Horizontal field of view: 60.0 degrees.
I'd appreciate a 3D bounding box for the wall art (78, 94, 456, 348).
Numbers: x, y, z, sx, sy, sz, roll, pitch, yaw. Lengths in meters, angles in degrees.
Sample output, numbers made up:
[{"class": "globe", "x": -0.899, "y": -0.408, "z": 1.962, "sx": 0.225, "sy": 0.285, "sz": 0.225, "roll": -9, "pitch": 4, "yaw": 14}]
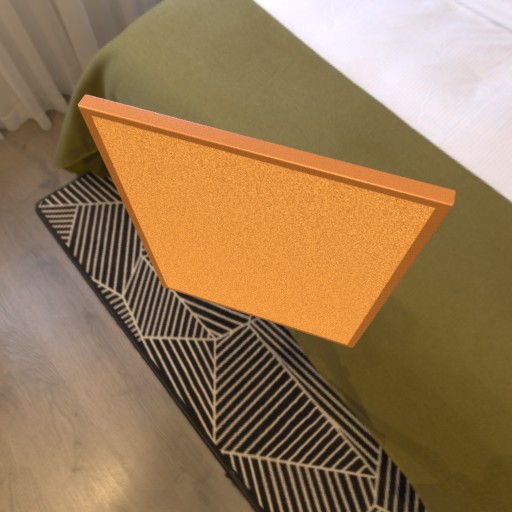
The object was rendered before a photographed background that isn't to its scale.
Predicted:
[{"class": "wall art", "x": 0.000, "y": 0.000, "z": 0.517, "sx": 0.310, "sy": 0.379, "sz": 0.015, "roll": 17, "pitch": 64, "yaw": 9}]
